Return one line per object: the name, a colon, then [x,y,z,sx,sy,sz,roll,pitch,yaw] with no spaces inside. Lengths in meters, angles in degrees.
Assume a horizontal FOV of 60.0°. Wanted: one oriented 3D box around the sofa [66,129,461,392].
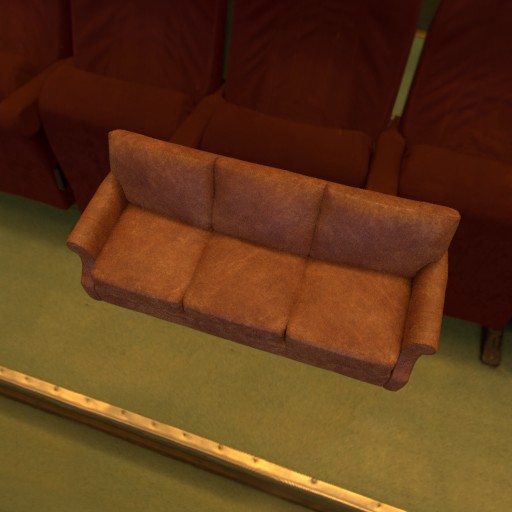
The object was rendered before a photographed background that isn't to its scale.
sofa: [0.000,0.000,2.889,2.351,0.977,0.973,15,60,9]
